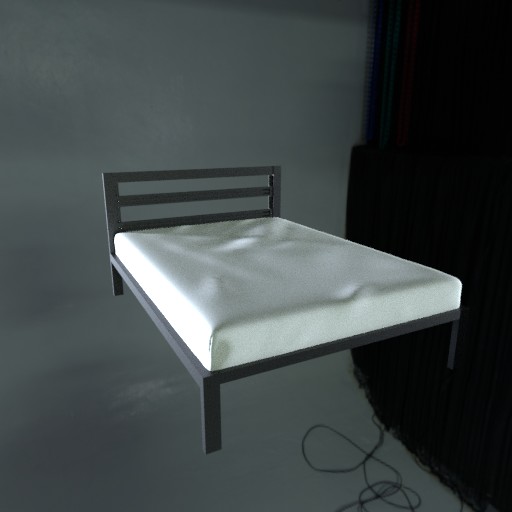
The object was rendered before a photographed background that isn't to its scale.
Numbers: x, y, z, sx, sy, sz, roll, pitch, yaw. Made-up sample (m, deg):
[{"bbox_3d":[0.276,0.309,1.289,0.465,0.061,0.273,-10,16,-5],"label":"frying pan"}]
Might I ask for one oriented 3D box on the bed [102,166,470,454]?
[{"bbox_3d":[0.000,0.000,2.894,1.524,0.967,2.062,-8,18,-26],"label":"bed"}]
